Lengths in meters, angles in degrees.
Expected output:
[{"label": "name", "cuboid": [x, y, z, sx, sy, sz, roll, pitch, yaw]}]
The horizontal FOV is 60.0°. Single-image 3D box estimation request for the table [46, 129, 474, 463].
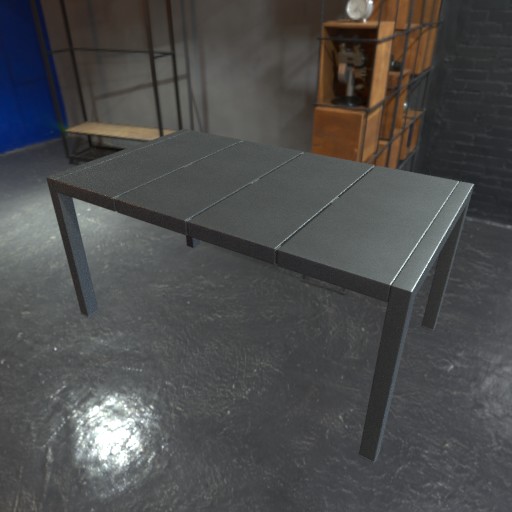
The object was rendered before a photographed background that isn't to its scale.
[{"label": "table", "cuboid": [0.000, 0.000, 1.269, 0.965, 0.460, 0.559, 18, 36, 27]}]
